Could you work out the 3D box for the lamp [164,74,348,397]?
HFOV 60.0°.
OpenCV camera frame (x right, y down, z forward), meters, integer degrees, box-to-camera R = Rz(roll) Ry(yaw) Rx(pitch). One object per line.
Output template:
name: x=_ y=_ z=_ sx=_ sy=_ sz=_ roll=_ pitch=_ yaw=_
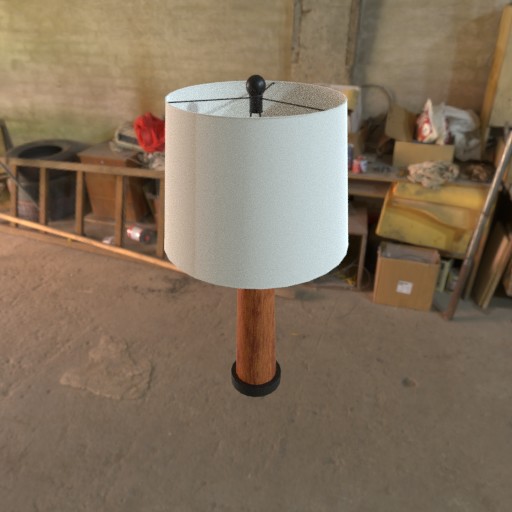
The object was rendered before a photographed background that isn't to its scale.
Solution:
lamp: x=0.000 y=0.000 z=0.872 sx=0.349 sy=0.667 sz=0.349 roll=0 pitch=31 yaw=0
